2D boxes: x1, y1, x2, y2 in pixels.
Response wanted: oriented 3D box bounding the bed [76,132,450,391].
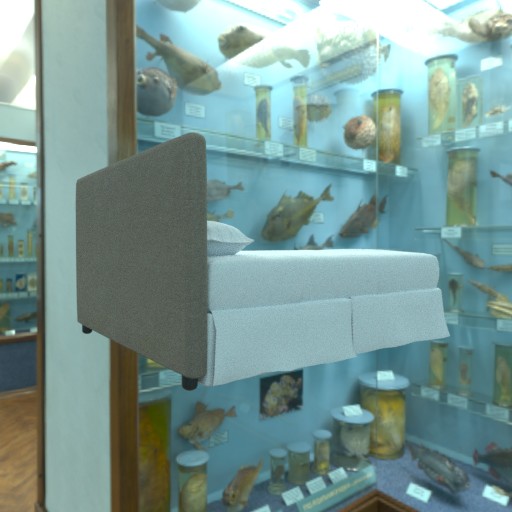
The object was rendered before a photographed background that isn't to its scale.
[{"bbox_3d":[0.000,0.000,3.656,2.341,1.317,2.119,-1,2,-37],"label":"bed"}]
